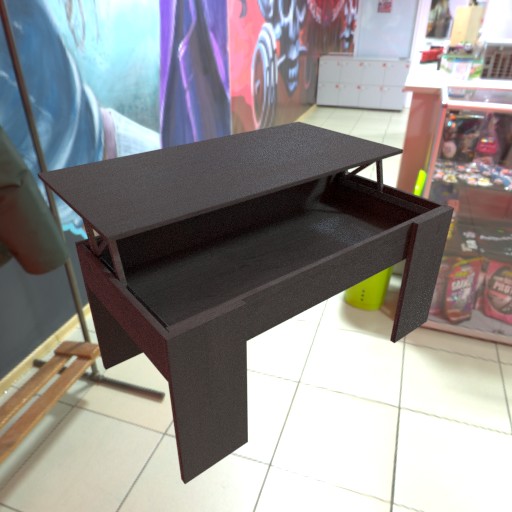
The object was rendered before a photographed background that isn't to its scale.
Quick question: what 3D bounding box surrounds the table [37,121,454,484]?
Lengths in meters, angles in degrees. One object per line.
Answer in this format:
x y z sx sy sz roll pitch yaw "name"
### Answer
0.000 0.000 1.409 1.000 0.570 0.711 -21 36 -33 "table"
